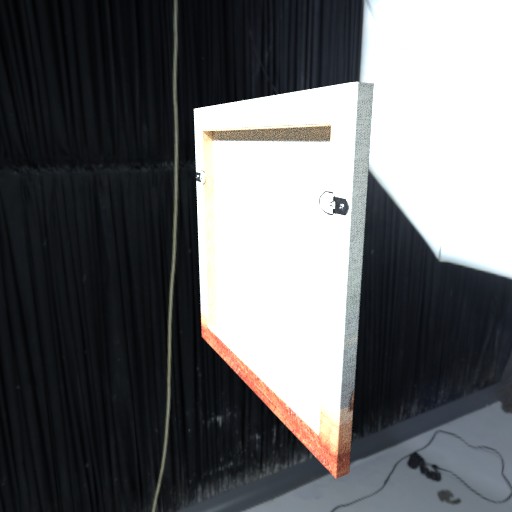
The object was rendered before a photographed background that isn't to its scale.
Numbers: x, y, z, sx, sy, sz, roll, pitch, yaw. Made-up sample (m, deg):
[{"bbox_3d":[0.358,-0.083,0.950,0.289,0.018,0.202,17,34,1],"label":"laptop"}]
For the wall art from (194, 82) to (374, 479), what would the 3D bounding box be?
[{"bbox_3d":[0.000,0.000,1.140,0.042,0.760,0.760,-8,17,-27],"label":"wall art"}]
